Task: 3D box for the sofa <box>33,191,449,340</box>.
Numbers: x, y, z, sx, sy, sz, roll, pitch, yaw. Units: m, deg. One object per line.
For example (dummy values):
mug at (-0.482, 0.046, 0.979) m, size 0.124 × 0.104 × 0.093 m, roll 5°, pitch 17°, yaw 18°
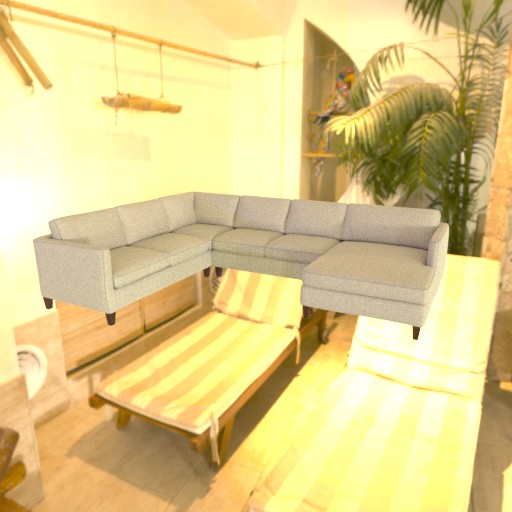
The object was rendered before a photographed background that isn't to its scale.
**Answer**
sofa at (0.000, 0.000, 4.478) m, size 3.403 × 0.889 × 2.551 m, roll 8°, pitch 18°, yaw 26°
